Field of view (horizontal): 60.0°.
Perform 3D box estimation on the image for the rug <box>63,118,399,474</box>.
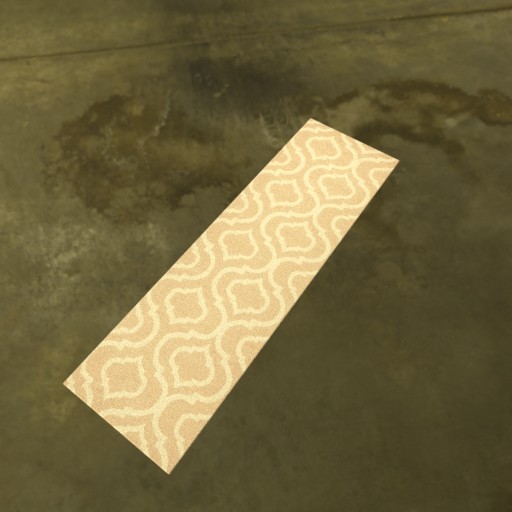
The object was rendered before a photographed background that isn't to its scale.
[{"bbox_3d":[0.000,0.000,2.549,0.691,0.013,2.289,32,64,17],"label":"rug"}]
